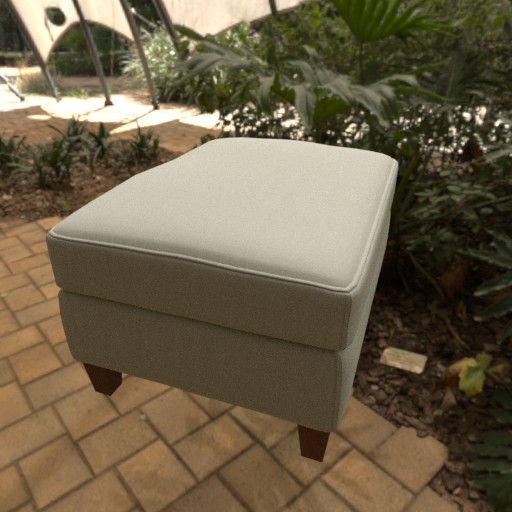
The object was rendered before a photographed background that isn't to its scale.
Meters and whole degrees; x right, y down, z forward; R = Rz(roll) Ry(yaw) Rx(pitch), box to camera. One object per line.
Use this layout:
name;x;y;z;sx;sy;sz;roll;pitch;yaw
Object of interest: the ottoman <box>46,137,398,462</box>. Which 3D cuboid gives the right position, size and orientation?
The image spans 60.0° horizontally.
ottoman;0.000;0.000;1.185;0.634;0.496;0.818;10;30;18
